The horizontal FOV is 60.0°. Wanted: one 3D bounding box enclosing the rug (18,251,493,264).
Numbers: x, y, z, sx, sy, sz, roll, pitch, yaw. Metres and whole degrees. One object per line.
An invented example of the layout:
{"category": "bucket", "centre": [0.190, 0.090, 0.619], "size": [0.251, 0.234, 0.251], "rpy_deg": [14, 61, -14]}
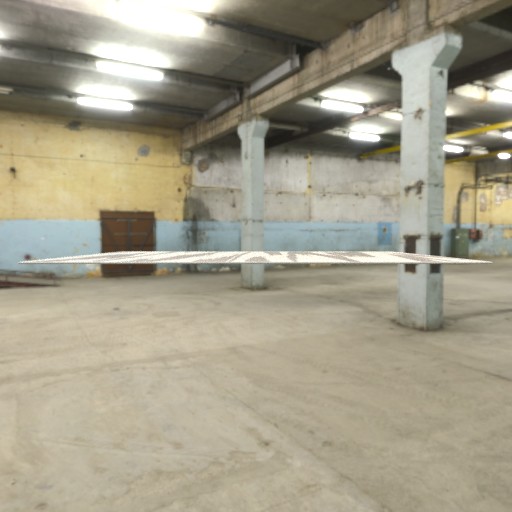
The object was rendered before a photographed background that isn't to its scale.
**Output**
{"category": "rug", "centre": [0.000, 0.000, 2.754], "size": [2.142, 0.010, 1.533], "rpy_deg": [0, 2, 0]}
